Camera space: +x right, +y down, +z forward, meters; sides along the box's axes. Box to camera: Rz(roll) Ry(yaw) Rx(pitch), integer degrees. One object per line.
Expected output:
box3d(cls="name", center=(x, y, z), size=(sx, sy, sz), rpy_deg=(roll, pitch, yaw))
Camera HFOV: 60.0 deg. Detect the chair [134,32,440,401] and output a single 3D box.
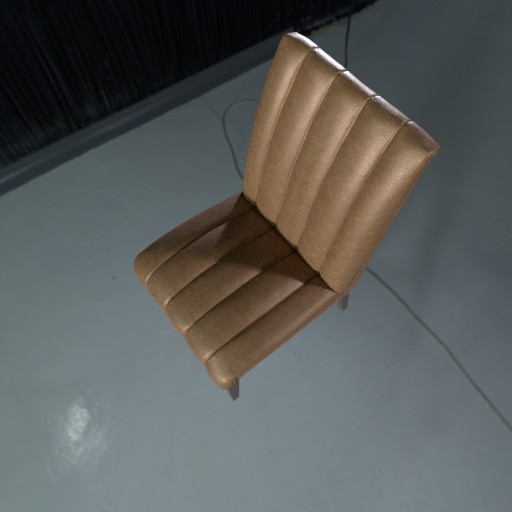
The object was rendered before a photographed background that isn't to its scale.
box3d(cls="chair", center=(0.000, 0.000, 1.373), size=(0.647, 1.016, 0.511), rpy_deg=(-35, 68, -16))
